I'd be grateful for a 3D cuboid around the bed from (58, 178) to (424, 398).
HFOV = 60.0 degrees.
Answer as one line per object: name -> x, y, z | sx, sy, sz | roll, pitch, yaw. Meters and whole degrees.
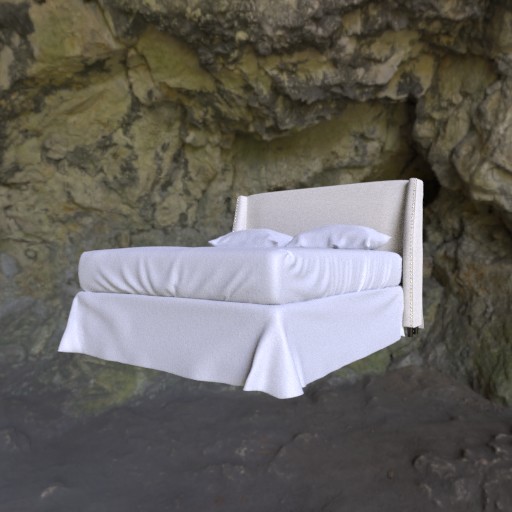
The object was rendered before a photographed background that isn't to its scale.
bed -> 0.000, 0.000, 3.411 | 1.925, 1.332, 2.276 | 0, 0, 35
